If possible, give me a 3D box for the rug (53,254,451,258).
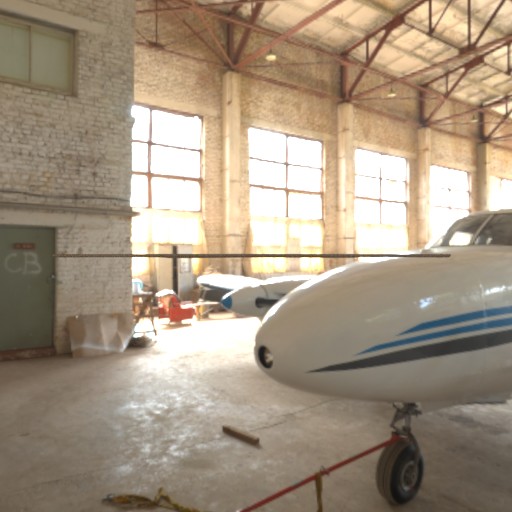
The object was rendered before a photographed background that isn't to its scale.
[{"bbox_3d":[0.000,0.000,3.672,2.032,0.038,2.869,0,0,1],"label":"rug"}]
